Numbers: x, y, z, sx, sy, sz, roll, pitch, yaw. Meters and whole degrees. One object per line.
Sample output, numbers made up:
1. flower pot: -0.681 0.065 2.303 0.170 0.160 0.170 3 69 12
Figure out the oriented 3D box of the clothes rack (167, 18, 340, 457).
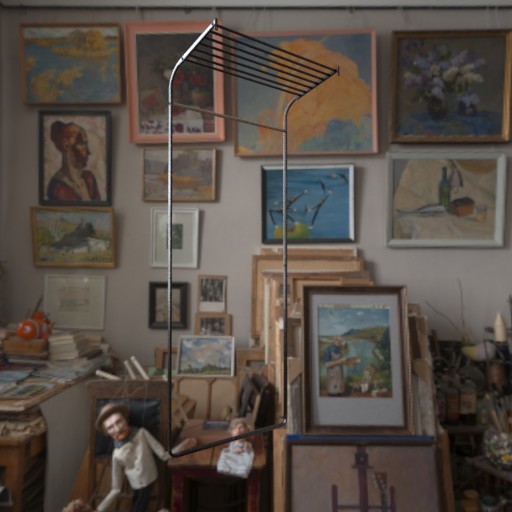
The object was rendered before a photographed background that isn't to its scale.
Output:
1. clothes rack: 0.000 0.000 1.781 0.609 1.574 0.349 1 -1 -37
